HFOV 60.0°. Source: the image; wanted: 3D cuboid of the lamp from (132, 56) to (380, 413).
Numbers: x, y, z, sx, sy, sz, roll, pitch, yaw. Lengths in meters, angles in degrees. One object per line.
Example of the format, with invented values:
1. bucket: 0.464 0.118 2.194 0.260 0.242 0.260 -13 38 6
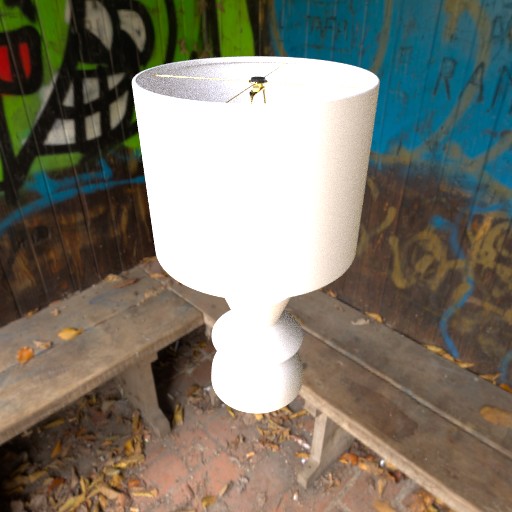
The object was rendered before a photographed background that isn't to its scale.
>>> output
1. lamp: 0.000 0.000 0.694 0.301 0.533 0.301 9 33 14
